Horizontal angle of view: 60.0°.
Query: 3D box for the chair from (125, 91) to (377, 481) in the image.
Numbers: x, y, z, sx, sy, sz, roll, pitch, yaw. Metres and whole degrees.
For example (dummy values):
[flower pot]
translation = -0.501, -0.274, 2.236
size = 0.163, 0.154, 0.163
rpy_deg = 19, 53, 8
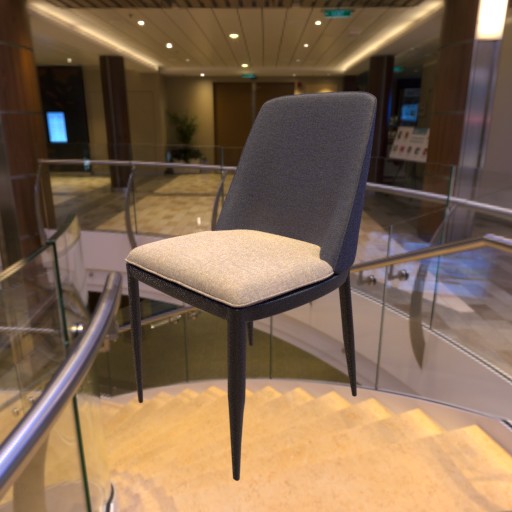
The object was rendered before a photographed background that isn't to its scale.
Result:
[chair]
translation = 0.000, 0.000, 1.180
size = 0.551, 0.839, 0.480
rpy_deg = -16, 23, -43
